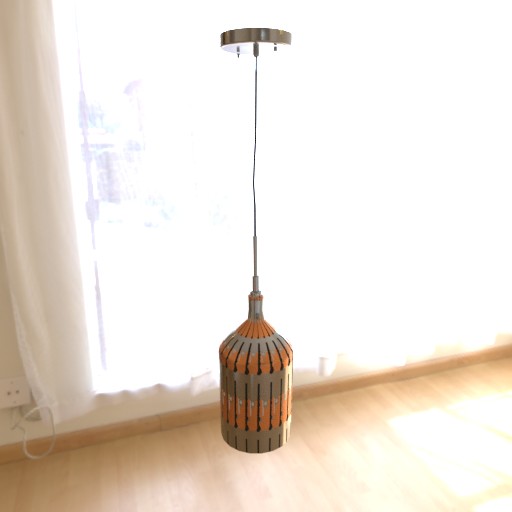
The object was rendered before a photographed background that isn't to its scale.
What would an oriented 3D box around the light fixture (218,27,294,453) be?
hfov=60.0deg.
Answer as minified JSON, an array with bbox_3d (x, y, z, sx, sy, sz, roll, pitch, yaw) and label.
[{"bbox_3d":[0.000,0.000,1.693,0.303,1.535,0.303,0,15,0],"label":"light fixture"}]
